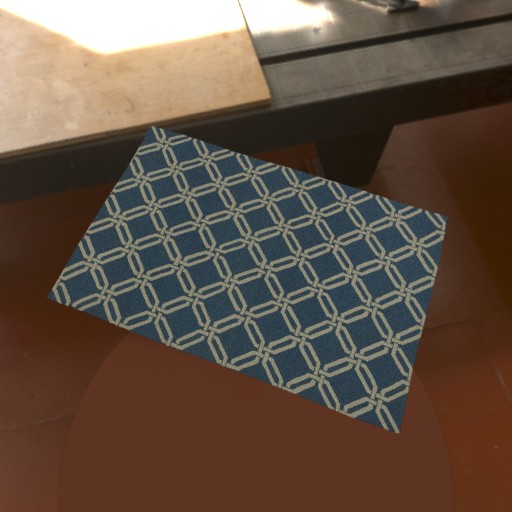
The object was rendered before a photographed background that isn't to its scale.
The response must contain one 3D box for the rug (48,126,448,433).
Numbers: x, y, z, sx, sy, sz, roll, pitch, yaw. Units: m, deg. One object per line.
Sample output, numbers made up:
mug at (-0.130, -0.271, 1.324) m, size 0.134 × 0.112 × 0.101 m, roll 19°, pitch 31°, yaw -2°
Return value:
rug at (0.000, 0.000, 2.249) m, size 1.755 × 0.010 × 1.153 m, roll 19°, pitch 67°, yaw 9°
